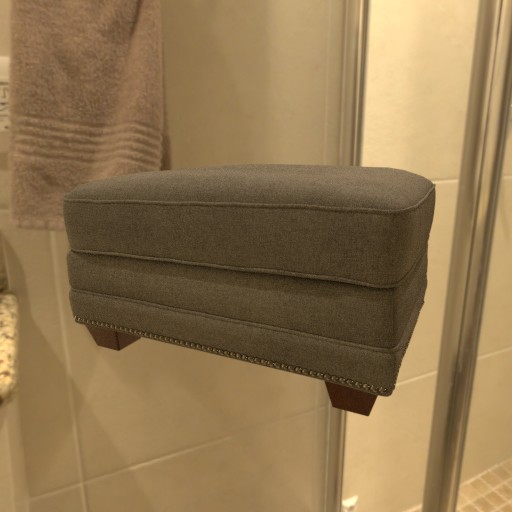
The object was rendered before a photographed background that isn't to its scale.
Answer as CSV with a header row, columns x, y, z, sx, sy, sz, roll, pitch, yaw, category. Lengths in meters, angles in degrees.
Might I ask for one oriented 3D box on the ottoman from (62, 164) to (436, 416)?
x,y,z,sx,sy,sz,roll,pitch,yaw,category
0.000,0.000,1.144,0.813,0.457,0.561,7,16,25,ottoman
